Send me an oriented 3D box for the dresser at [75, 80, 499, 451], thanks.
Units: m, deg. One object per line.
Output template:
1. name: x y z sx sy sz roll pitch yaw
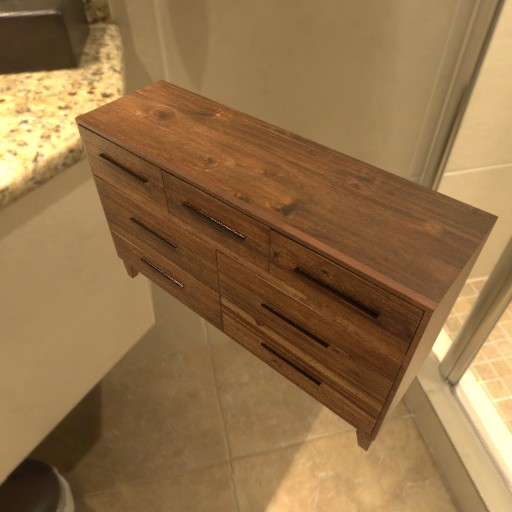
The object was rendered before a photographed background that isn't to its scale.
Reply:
1. dresser: 0.000 0.000 1.745 1.400 0.873 0.446 31 53 27
